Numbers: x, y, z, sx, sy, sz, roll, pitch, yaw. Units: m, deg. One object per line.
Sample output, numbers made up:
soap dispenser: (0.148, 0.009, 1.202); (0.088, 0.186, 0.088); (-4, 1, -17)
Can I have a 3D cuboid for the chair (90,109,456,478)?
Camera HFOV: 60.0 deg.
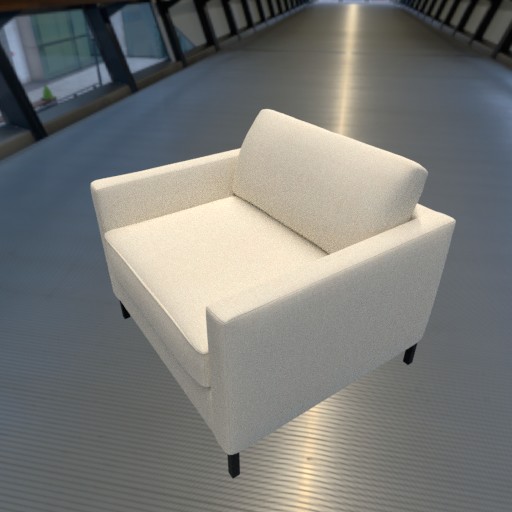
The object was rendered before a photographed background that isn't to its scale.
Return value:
chair: (0.000, 0.000, 1.591); (0.875, 0.806, 0.964); (-21, 38, -29)
